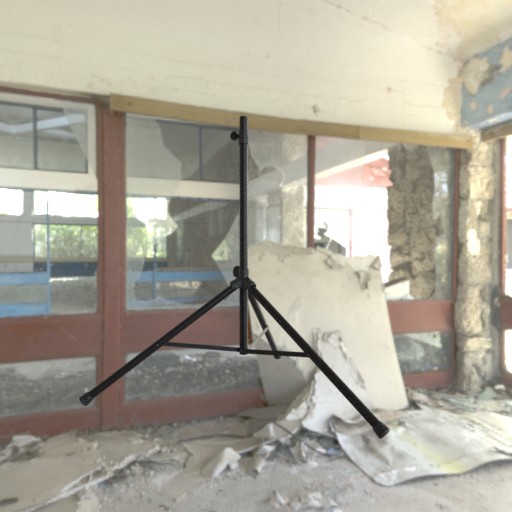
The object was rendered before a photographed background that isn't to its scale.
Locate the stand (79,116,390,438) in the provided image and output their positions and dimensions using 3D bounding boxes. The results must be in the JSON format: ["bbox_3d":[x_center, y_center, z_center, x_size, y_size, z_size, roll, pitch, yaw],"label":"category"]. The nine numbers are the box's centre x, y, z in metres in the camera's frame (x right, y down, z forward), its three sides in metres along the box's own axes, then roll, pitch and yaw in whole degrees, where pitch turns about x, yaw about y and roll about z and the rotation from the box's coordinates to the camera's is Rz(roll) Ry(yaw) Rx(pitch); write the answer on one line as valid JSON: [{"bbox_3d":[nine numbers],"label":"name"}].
[{"bbox_3d":[0.000,0.000,2.757,1.596,1.595,1.339,0,1,17],"label":"stand"}]
